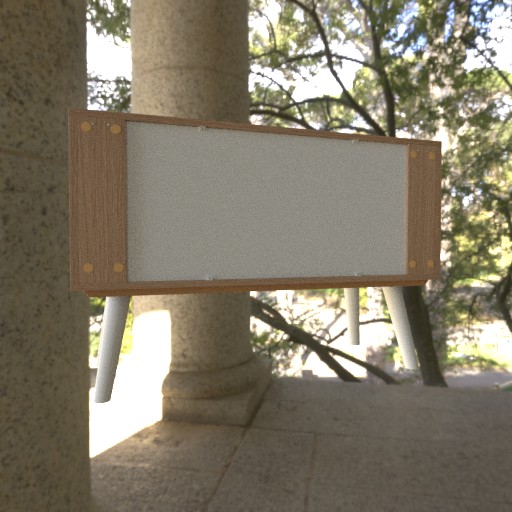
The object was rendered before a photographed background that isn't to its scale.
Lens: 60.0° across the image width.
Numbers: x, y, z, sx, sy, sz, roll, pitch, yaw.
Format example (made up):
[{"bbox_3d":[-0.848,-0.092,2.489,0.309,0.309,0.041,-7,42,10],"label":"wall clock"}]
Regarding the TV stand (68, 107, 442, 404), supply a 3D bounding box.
[{"bbox_3d":[0.000,0.000,1.315,0.991,0.660,0.407,-1,2,-19],"label":"TV stand"}]
